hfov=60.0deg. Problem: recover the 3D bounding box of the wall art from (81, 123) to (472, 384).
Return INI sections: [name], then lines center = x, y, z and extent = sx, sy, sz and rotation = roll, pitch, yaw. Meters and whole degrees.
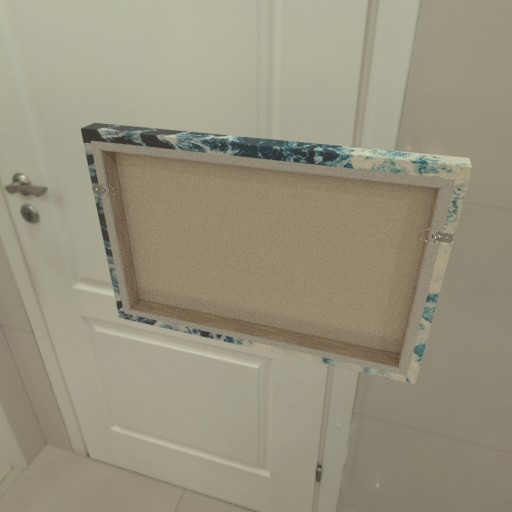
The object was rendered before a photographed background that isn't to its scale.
[wall art]
center = 0.000, 0.000, 0.781
extent = 0.609, 0.407, 0.043
rotation = 10, 32, 15
